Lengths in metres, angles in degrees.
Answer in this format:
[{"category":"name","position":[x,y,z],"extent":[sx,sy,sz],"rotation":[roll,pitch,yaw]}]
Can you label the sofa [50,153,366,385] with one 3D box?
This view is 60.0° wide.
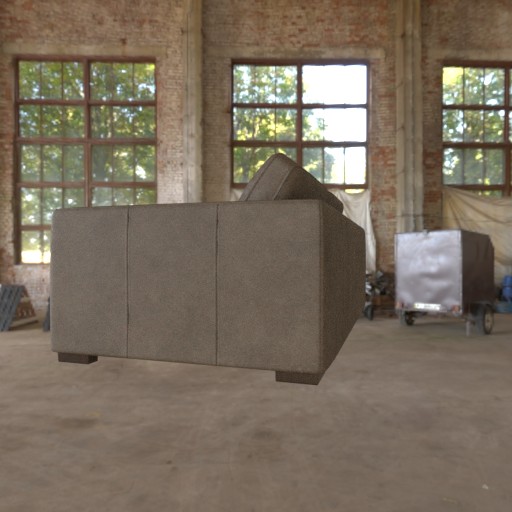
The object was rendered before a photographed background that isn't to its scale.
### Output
[{"category":"sofa","position":[0.000,0.000,2.417],"extent":[1.070,0.800,1.920],"rotation":[0,1,18]}]
